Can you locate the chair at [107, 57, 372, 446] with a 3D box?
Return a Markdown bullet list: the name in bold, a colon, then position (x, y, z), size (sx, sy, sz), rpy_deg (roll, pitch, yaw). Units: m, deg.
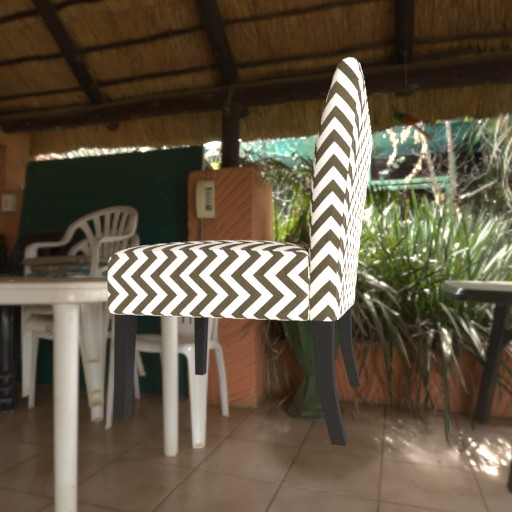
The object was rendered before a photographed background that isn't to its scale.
- **chair**: position (0.000, 0.000, 1.298), size (0.648, 0.838, 0.589), rpy_deg (0, -2, 17)
